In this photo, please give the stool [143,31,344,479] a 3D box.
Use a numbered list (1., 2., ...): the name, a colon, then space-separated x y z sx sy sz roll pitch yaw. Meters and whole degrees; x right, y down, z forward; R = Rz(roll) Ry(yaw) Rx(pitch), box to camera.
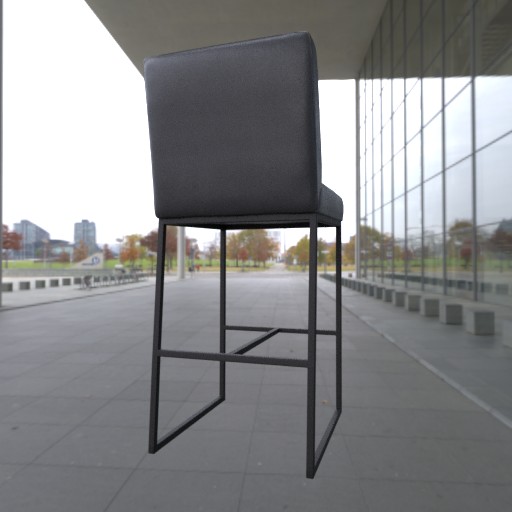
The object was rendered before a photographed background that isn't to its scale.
1. stool: 0.000 0.000 1.323 0.457 1.040 0.552 0 -1 19
